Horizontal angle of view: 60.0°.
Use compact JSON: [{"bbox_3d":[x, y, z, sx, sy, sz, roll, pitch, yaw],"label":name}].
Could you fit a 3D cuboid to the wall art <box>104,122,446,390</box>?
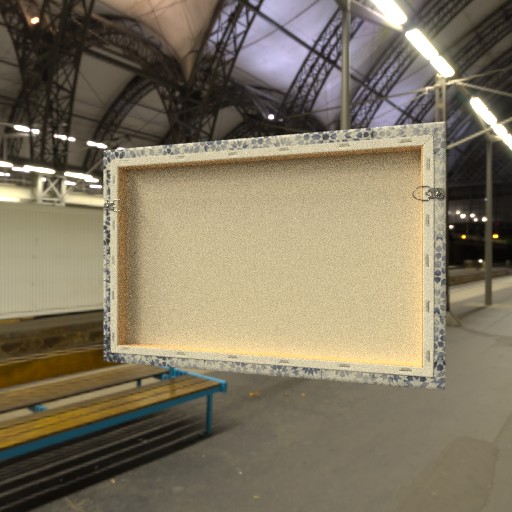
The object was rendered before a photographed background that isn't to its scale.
[{"bbox_3d":[0.000,0.000,0.772,0.608,0.406,0.030,0,0,18],"label":"wall art"}]
